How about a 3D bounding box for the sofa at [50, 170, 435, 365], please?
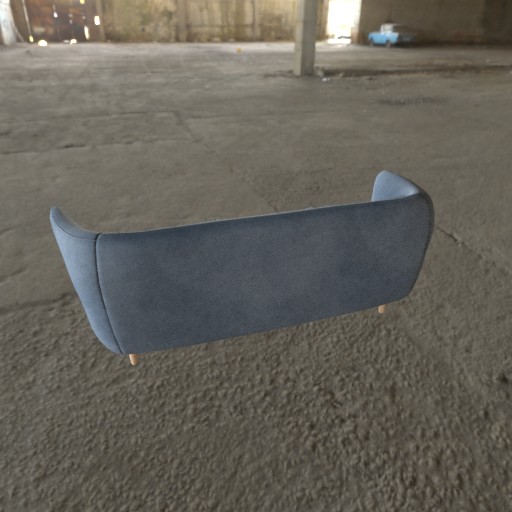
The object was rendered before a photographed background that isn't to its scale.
[{"bbox_3d":[0.000,0.000,2.500,2.095,0.795,0.849,-9,29,-16],"label":"sofa"}]
